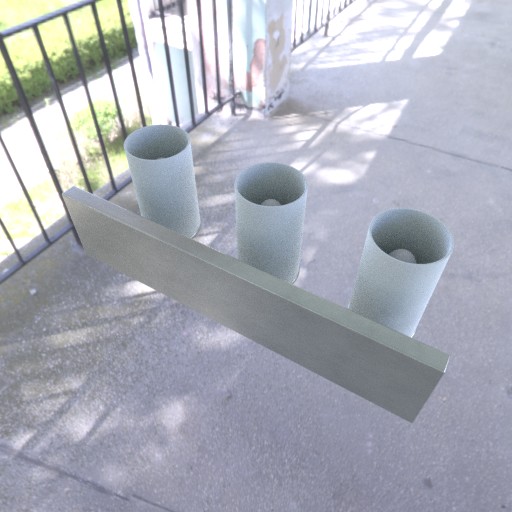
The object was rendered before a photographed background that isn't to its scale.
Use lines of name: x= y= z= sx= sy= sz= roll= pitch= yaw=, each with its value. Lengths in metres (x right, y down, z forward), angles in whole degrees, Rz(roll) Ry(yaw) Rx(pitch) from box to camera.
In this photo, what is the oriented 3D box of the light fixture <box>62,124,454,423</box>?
light fixture: x=0.000 y=0.000 z=0.524 sx=0.451 sy=0.172 sz=0.145 roll=24 pitch=51 yaw=21
